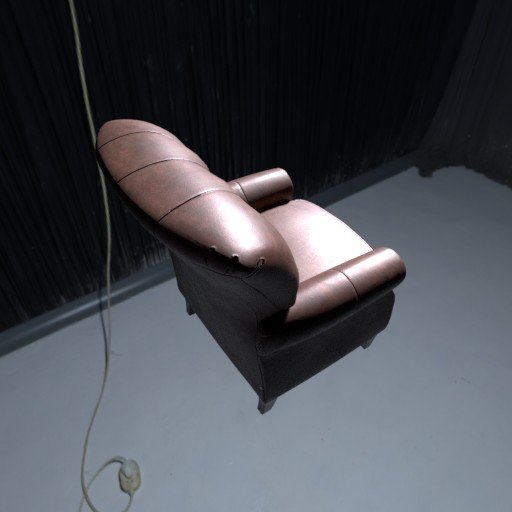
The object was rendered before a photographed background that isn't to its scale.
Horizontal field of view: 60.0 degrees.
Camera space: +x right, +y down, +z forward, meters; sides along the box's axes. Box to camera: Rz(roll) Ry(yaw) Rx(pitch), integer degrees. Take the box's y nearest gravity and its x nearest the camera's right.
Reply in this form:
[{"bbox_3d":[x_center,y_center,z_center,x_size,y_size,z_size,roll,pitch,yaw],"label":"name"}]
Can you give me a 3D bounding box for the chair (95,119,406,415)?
[{"bbox_3d":[0.000,0.000,1.915,1.031,1.162,0.979,-24,48,-24],"label":"chair"}]
